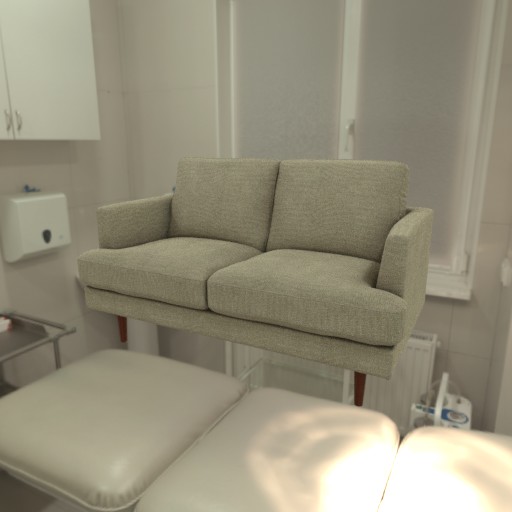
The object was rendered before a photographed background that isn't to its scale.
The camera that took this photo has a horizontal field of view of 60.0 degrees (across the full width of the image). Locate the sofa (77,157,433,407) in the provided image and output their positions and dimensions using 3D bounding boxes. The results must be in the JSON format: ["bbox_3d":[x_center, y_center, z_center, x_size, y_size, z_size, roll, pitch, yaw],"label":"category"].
[{"bbox_3d":[0.000,0.000,2.221,1.582,0.944,0.903,7,16,27],"label":"sofa"}]
